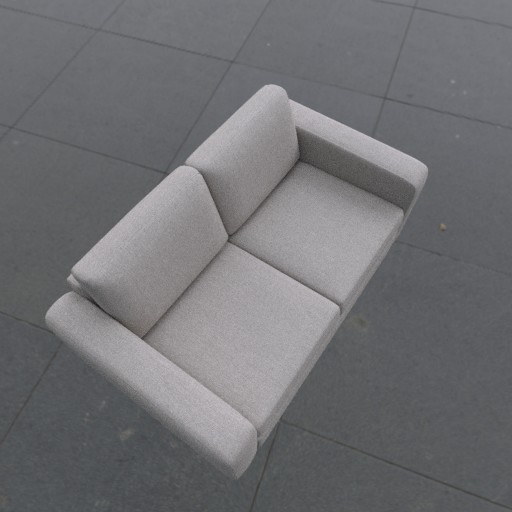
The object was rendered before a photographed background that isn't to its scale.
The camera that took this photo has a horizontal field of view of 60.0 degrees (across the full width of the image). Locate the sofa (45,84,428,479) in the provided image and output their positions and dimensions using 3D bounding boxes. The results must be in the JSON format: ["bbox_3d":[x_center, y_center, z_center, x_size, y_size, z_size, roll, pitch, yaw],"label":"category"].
[{"bbox_3d":[0.000,0.000,1.970,0.900,0.800,1.540,31,64,17],"label":"sofa"}]
